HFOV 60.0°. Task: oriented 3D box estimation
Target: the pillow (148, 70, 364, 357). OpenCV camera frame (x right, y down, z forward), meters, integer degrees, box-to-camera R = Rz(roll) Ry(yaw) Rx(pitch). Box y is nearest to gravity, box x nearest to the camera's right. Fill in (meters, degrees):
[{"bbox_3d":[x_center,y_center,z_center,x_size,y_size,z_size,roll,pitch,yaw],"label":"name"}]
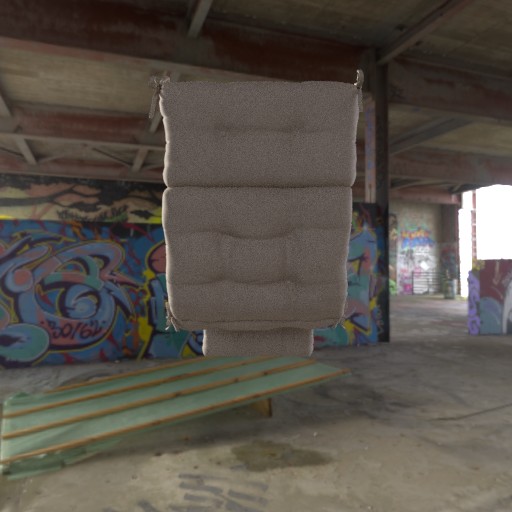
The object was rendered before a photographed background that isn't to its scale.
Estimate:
[{"bbox_3d":[0.000,0.000,1.507,0.526,0.863,1.016,0,-1,0],"label":"pillow"}]
